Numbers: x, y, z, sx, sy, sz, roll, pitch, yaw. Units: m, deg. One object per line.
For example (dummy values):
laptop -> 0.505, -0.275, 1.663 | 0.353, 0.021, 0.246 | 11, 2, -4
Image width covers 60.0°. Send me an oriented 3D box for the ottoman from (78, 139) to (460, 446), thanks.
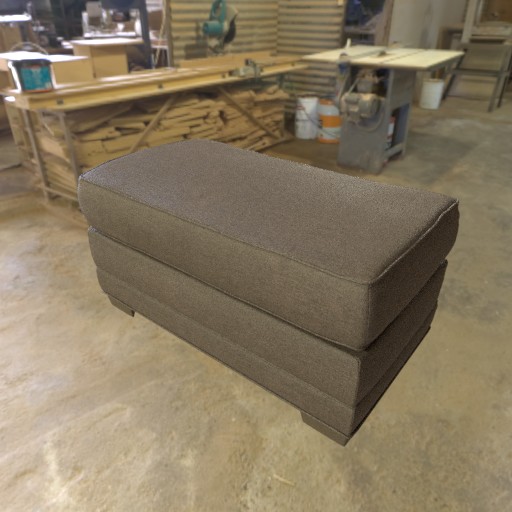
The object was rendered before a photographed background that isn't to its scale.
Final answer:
ottoman -> 0.000, 0.000, 1.168 | 0.864, 0.448, 0.490 | 22, 37, 33
